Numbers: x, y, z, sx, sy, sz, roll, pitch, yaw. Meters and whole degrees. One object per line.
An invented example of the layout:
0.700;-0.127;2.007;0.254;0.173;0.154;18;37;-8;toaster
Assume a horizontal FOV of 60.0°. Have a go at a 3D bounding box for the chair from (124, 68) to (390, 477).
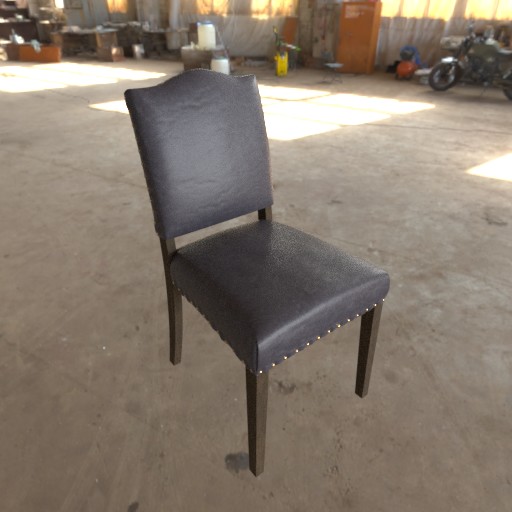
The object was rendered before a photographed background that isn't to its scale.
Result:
0.000;0.000;1.334;0.500;0.991;0.633;-22;37;-32;chair
